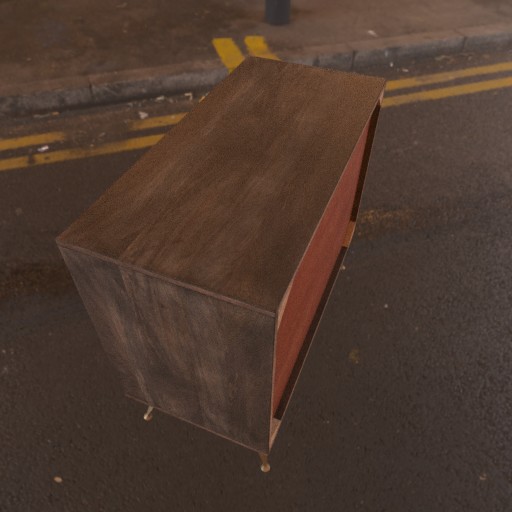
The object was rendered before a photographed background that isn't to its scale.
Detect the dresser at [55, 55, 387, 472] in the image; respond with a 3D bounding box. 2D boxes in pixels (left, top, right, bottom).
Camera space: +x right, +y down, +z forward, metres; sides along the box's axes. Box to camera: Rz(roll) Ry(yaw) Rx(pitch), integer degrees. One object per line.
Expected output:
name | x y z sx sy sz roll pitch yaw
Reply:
dresser | 0.000 0.000 1.359 0.453 0.801 0.923 17 48 16
